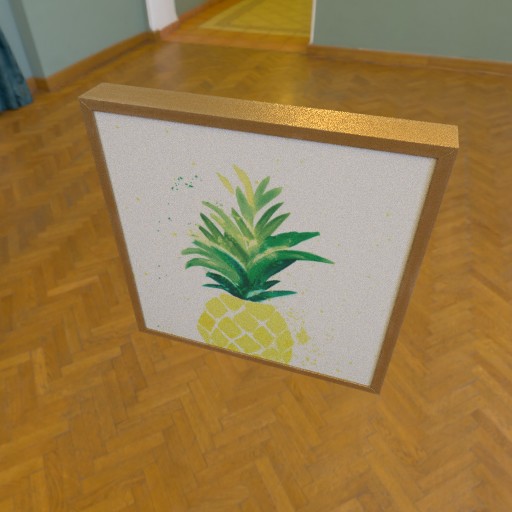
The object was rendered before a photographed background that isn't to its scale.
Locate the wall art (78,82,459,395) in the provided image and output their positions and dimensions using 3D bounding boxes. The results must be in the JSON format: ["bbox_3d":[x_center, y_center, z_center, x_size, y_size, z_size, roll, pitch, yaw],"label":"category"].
[{"bbox_3d":[0.000,0.000,0.453,0.306,0.305,0.038,12,42,13],"label":"wall art"}]
